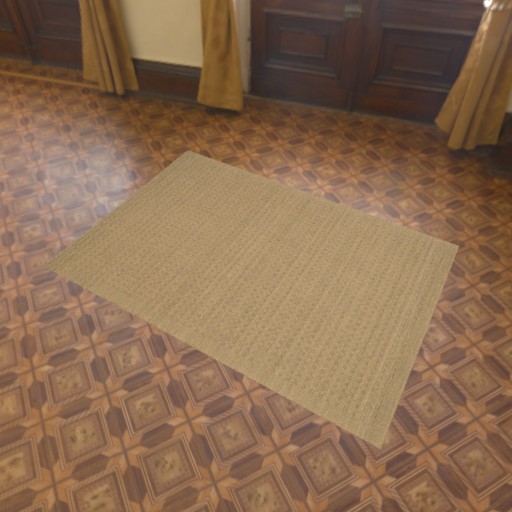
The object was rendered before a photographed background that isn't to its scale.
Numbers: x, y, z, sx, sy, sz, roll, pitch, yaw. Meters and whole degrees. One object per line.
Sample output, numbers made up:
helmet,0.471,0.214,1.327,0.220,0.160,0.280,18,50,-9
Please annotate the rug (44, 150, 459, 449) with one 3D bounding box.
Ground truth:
rug,0.000,0.000,3.736,2.895,0.006,1.981,23,51,21
